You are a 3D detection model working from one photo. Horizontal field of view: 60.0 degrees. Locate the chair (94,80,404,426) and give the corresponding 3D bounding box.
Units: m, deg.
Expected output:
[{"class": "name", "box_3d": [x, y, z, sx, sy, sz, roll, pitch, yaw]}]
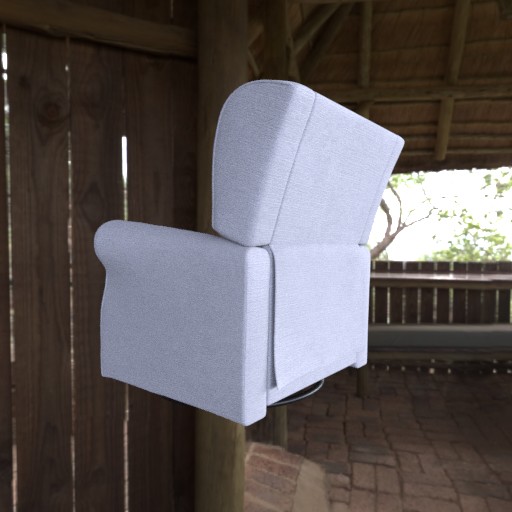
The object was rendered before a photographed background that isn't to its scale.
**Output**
[{"class": "chair", "box_3d": [0.000, 0.000, 1.662, 0.854, 0.966, 0.906, 1, 2, 38]}]
